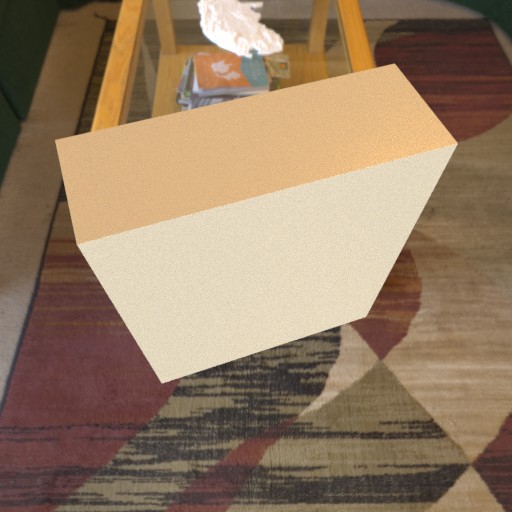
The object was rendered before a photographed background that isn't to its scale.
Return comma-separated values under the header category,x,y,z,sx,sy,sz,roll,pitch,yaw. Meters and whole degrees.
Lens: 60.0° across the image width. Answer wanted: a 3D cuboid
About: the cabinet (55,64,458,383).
category,x,y,z,sx,sy,sz,roll,pitch,yaw
cabinet,0.000,0.000,1.645,0.990,1.150,0.348,-16,60,-10
